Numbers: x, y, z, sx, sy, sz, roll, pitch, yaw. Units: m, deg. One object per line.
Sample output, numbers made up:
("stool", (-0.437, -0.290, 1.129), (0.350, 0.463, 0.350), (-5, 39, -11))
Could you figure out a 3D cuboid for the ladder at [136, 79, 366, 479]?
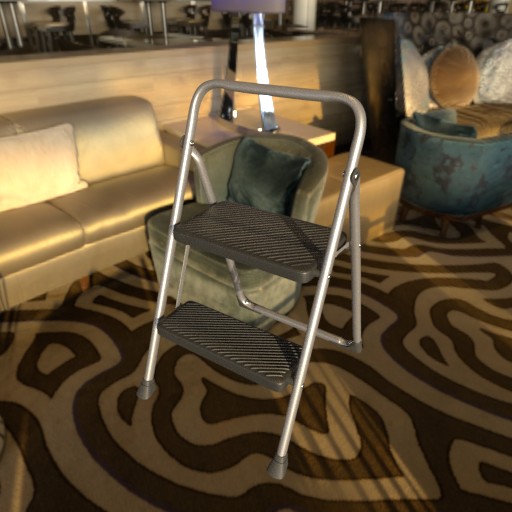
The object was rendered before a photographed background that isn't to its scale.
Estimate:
("ladder", (0.000, 0.000, 1.011), (0.430, 0.720, 0.472), (18, 35, 28))
